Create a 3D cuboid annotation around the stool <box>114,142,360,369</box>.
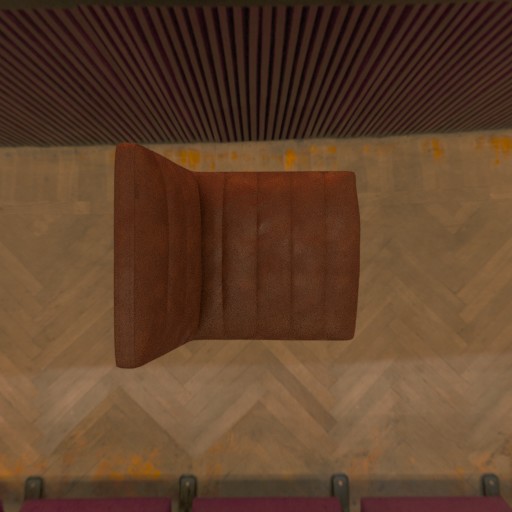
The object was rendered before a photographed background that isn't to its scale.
[{"bbox_3d":[0.000,0.000,1.372,0.562,1.065,0.463,0,90,0],"label":"stool"}]
